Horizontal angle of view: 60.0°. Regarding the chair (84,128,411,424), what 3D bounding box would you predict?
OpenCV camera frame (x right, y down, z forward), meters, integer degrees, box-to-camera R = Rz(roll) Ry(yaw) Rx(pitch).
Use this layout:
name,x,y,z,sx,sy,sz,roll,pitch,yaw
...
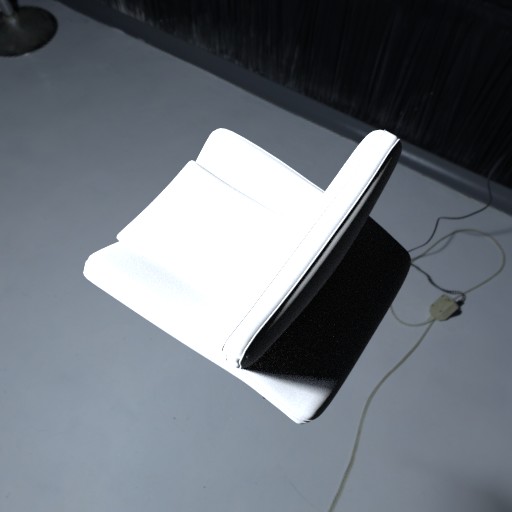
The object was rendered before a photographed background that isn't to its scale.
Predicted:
name,x,y,z,sx,sy,sz,roll,pitch,yaw
chair,0.000,0.000,1.646,1.008,0.855,0.859,32,67,15
